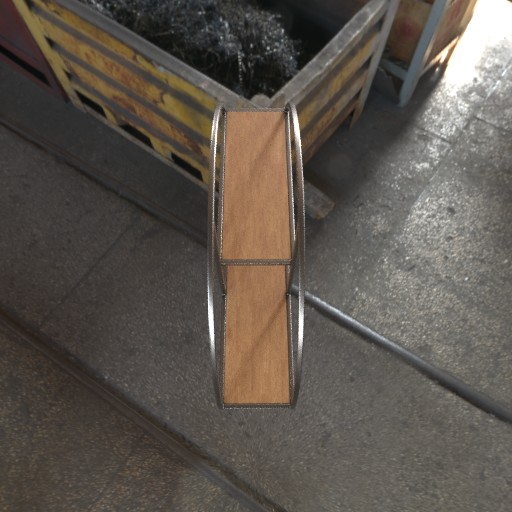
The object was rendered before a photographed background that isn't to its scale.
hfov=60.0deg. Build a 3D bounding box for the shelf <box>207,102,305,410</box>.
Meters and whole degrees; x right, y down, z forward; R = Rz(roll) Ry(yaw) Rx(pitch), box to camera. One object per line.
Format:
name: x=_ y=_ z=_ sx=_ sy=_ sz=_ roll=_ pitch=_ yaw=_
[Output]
shelf: x=0.000 y=0.000 z=1.355 sx=0.202 sy=0.888 sz=0.888 roll=0 pitch=64 yaw=0
